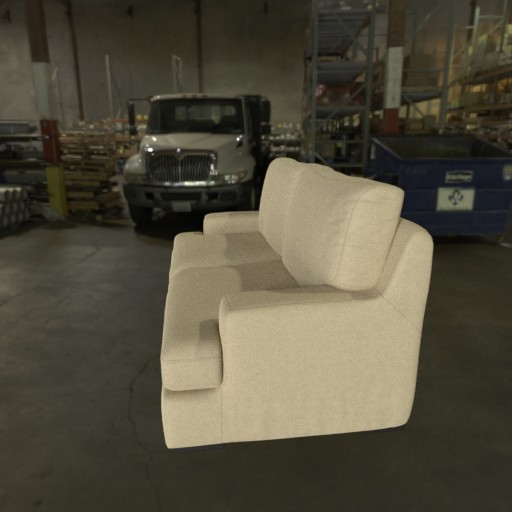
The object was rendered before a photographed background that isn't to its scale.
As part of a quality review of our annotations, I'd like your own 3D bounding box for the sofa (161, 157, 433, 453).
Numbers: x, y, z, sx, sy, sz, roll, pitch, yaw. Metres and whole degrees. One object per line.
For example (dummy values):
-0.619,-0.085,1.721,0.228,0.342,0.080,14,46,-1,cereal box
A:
0.000,0.000,2.403,0.962,0.967,1.885,-2,16,-8,sofa
